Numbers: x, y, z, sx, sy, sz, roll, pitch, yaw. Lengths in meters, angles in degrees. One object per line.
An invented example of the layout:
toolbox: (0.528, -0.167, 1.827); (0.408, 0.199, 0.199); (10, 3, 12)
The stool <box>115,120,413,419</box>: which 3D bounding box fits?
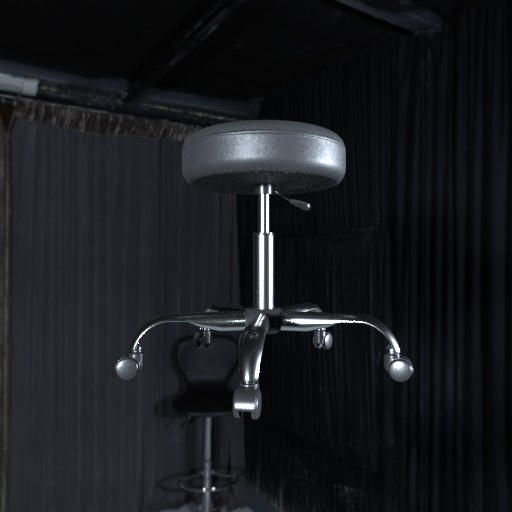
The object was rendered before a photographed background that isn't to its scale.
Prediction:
stool: (0.000, 0.000, 1.147); (0.673, 0.576, 0.638); (0, 0, -34)
